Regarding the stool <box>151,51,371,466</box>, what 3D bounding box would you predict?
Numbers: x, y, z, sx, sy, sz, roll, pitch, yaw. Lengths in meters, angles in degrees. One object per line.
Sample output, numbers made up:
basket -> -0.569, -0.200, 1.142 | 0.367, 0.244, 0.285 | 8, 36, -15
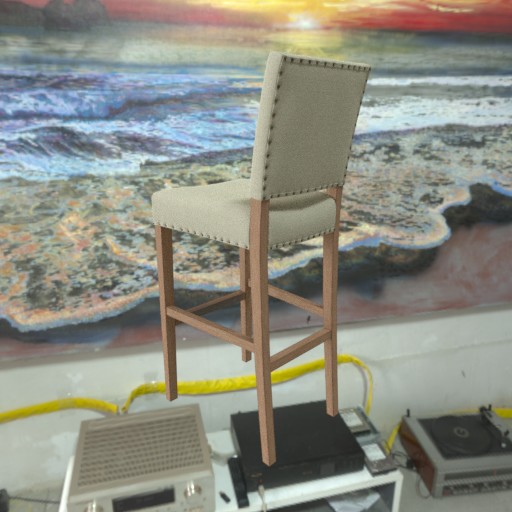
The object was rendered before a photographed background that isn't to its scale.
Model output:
stool -> 0.000, 0.000, 1.436 | 0.428, 1.143, 0.546 | -17, 24, -42
